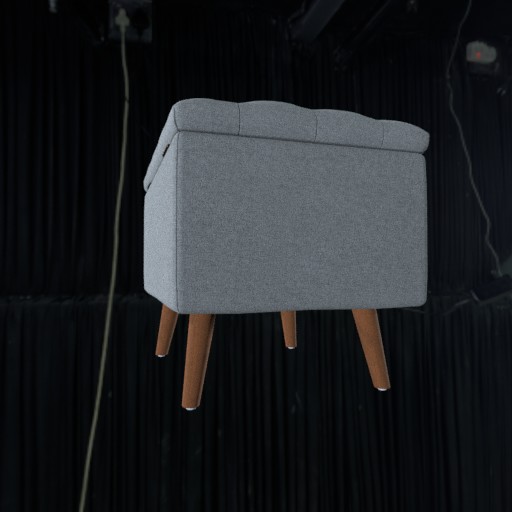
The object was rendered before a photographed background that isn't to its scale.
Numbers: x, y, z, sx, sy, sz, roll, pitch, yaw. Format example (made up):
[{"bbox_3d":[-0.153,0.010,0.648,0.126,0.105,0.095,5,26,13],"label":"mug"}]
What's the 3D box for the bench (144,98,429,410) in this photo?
[{"bbox_3d":[0.000,0.000,0.915,0.417,0.469,0.572,0,-1,-18],"label":"bench"}]
